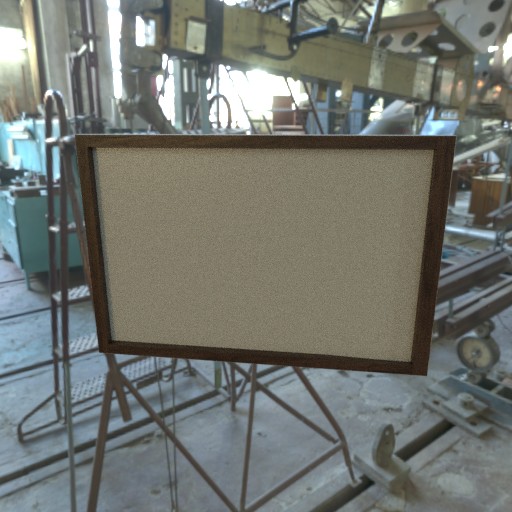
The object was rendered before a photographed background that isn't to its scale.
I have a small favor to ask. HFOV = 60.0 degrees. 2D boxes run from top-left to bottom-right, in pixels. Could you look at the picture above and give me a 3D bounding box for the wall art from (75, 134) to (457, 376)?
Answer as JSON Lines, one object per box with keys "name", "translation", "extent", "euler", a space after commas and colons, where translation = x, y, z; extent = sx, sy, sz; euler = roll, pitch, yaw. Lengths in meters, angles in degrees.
{"name": "wall art", "translation": [0.000, 0.000, 1.441], "extent": [1.138, 0.761, 0.051], "euler": [2, 17, 8]}
